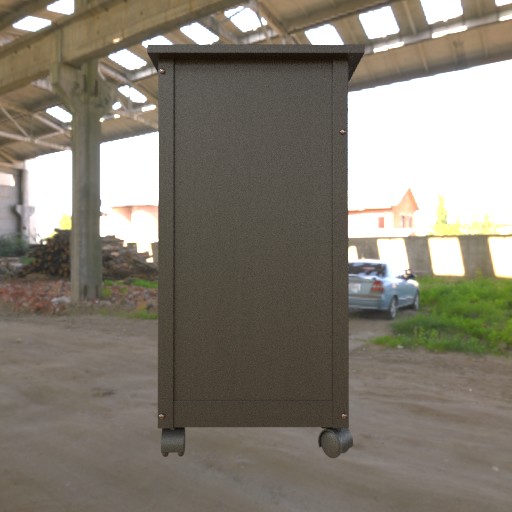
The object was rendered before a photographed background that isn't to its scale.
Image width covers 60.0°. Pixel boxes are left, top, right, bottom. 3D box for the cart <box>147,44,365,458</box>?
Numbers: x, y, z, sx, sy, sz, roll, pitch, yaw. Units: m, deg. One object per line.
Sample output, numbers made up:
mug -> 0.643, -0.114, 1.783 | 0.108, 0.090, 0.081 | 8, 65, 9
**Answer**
cart -> 0.000, 0.000, 1.252 | 0.456, 0.879, 0.660 | 0, 0, 0
